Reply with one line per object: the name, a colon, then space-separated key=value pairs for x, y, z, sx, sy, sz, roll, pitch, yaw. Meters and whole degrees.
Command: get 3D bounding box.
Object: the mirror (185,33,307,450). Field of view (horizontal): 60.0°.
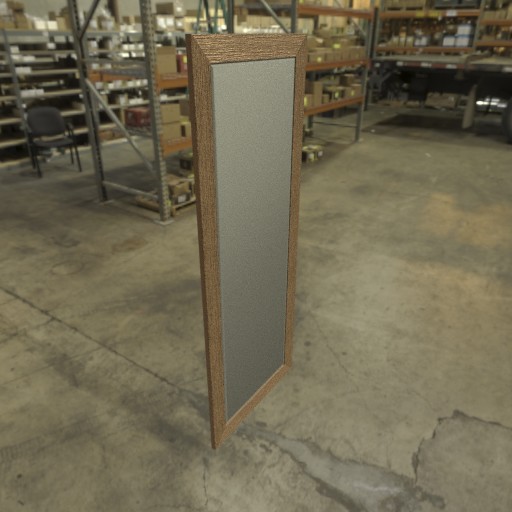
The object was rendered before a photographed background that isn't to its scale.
mirror: x=0.000 y=0.000 z=2.265 sx=0.026 sy=2.031 sz=0.812 roll=17 pitch=32 yaw=31
